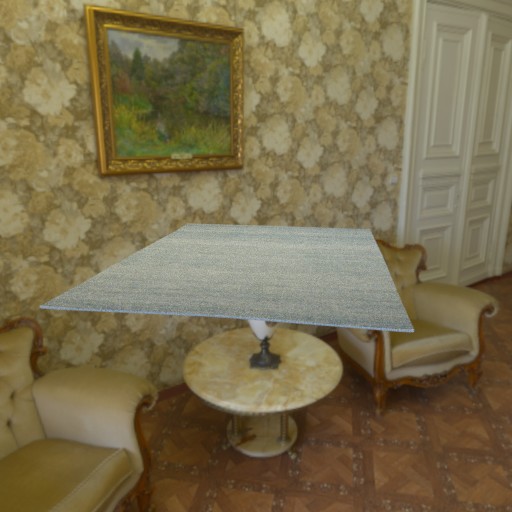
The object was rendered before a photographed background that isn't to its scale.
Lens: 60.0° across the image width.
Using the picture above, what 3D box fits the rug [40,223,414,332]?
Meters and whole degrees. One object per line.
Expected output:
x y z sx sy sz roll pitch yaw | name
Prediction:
0.000 0.000 4.369 2.461 0.046 3.237 2 15 9 | rug
